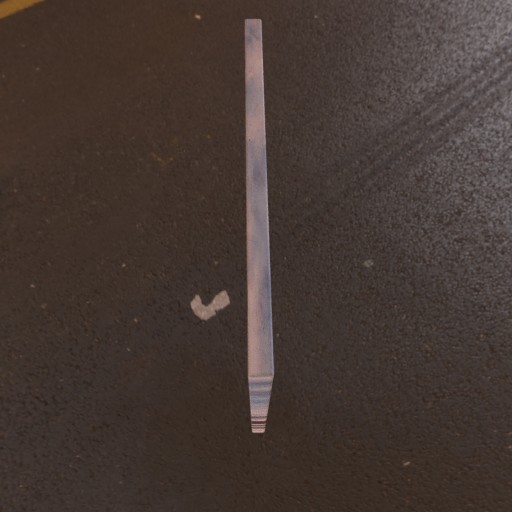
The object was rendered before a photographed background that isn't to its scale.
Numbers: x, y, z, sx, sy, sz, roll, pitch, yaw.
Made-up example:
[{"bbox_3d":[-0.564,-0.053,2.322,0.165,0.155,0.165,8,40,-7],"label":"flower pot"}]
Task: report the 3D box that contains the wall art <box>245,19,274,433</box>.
[{"bbox_3d":[0.000,0.000,1.099,0.035,0.747,0.747,-1,63,0],"label":"wall art"}]
